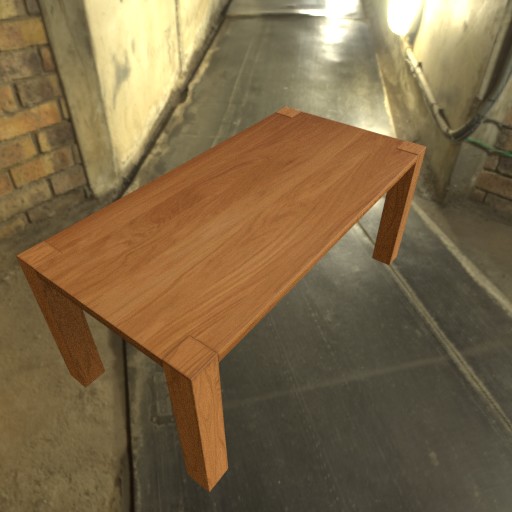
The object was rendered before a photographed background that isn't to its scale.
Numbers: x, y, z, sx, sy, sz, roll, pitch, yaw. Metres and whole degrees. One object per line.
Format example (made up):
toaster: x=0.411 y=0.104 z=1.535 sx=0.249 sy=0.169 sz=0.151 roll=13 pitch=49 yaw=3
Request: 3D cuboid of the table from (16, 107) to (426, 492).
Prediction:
table: x=0.000 y=0.000 z=2.249 sx=0.900 sy=0.760 sz=1.800 roll=26 pitch=47 yaw=27
